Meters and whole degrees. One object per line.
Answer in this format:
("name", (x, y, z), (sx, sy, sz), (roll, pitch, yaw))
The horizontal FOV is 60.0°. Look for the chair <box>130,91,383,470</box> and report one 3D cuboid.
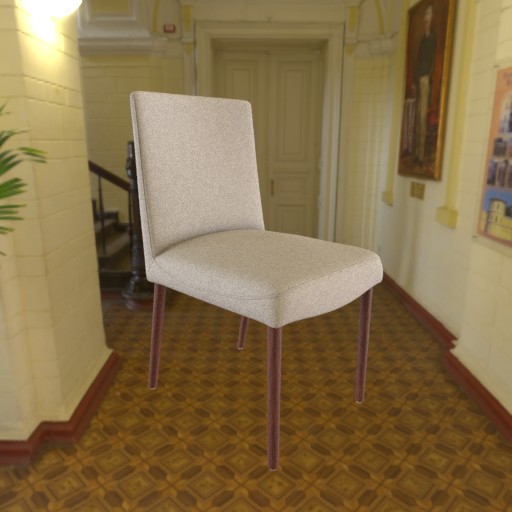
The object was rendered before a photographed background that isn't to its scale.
("chair", (0.000, 0.000, 1.206), (0.570, 0.859, 0.456), (14, 20, 42))
